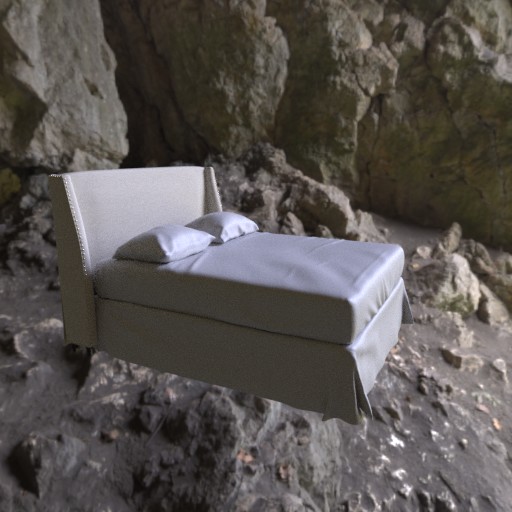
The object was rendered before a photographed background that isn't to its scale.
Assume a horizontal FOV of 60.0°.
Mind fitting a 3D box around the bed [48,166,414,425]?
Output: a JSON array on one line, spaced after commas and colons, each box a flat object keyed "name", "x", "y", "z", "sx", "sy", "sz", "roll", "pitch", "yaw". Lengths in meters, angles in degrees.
[{"name": "bed", "x": 0.000, "y": 0.000, "z": 3.504, "sx": 2.276, "sy": 1.332, "sz": 1.925, "roll": 7, "pitch": 15, "yaw": 26}]
